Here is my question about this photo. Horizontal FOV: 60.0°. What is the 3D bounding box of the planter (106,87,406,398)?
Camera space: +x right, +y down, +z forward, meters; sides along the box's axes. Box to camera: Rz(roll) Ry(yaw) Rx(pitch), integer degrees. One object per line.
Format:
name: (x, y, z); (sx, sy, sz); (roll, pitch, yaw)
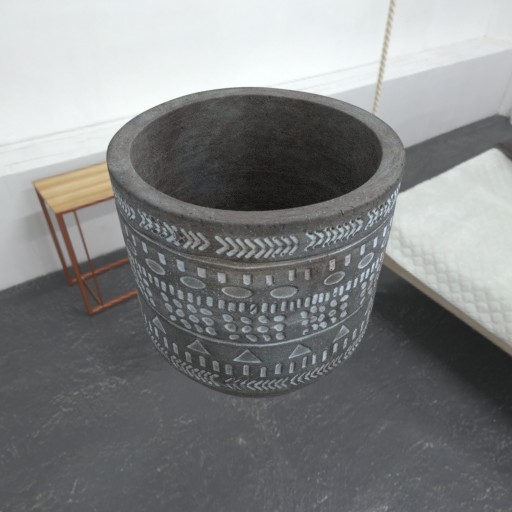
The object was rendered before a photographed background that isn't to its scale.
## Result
planter: (0.000, 0.000, 0.262); (0.142, 0.149, 0.142); (0, 40, 0)
